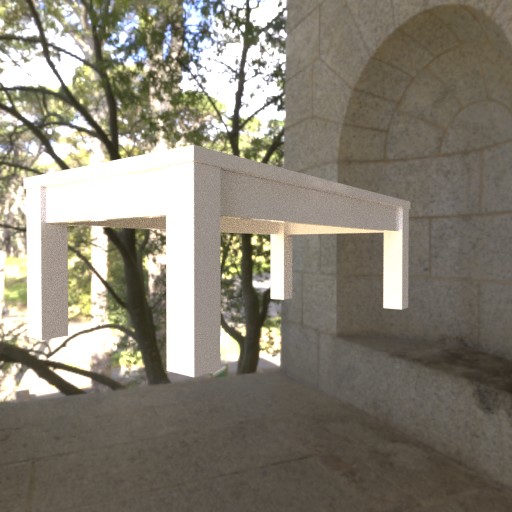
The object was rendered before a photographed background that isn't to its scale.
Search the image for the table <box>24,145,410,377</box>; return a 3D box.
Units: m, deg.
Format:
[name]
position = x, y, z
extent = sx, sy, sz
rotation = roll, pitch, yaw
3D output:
[table]
position = 0.000, 0.000, 1.639
extent = 0.700, 0.470, 1.350
rotation = 1, 1, 37
